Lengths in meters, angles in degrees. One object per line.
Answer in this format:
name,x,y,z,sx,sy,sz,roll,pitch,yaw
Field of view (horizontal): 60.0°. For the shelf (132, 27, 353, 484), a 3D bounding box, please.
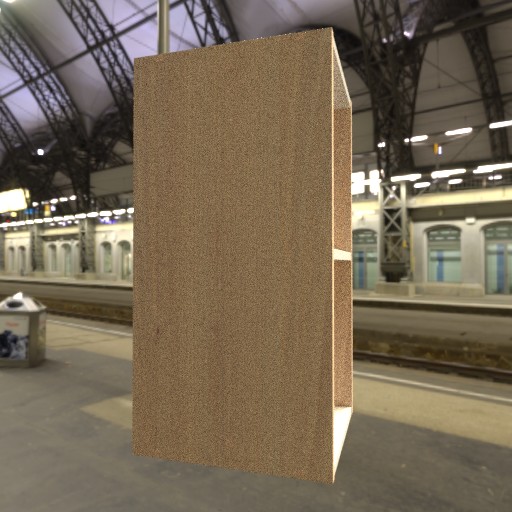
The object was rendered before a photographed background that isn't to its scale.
shelf,0.000,0.000,0.757,0.297,0.594,0.290,0,-1,17
